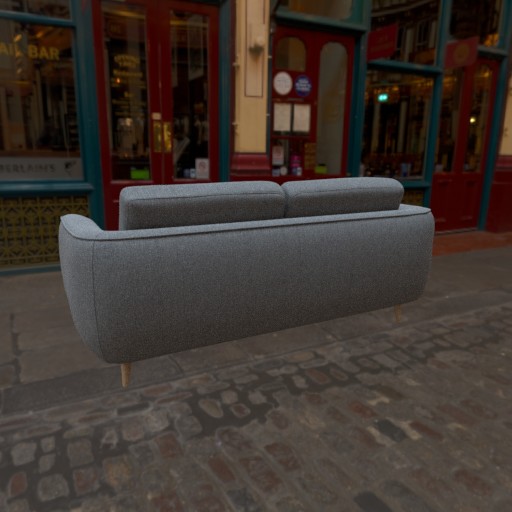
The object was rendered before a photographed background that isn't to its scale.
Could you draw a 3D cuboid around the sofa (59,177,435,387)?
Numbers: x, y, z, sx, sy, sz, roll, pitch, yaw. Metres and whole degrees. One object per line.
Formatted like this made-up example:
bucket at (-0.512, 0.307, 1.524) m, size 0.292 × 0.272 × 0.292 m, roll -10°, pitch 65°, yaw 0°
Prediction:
sofa at (0.000, 0.000, 2.491) m, size 2.000 × 0.870 × 0.920 m, roll -7°, pitch 14°, yaw -27°
